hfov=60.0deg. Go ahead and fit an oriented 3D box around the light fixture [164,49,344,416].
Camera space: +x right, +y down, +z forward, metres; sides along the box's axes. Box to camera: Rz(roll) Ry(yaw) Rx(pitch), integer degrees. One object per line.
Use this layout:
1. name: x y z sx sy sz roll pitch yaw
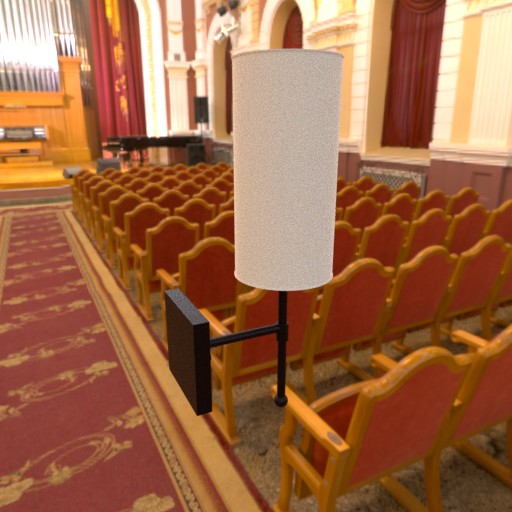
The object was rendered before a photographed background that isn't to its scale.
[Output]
1. light fixture: 0.000 0.000 0.555 0.208 0.462 0.128 -8 18 -25
